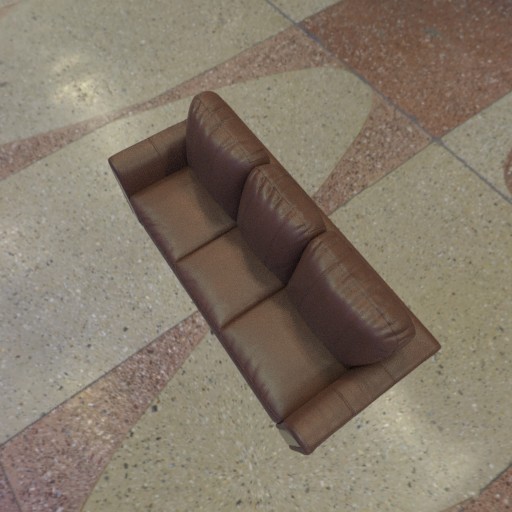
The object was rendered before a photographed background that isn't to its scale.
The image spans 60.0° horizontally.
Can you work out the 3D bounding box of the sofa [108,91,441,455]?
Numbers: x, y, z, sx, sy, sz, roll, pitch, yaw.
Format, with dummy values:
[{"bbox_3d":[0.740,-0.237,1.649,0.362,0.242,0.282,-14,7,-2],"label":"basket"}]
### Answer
[{"bbox_3d":[0.000,0.000,2.374,0.802,0.915,1.862,-32,68,-14],"label":"sofa"}]
